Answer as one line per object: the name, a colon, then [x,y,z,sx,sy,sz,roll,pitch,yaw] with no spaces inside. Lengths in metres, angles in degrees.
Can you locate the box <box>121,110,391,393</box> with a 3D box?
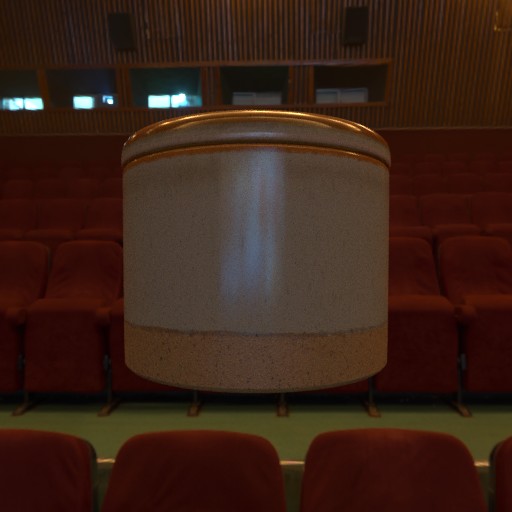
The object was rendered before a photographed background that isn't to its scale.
box: [0.000,0.000,0.211,0.123,0.100,0.123,0,-1,0]
